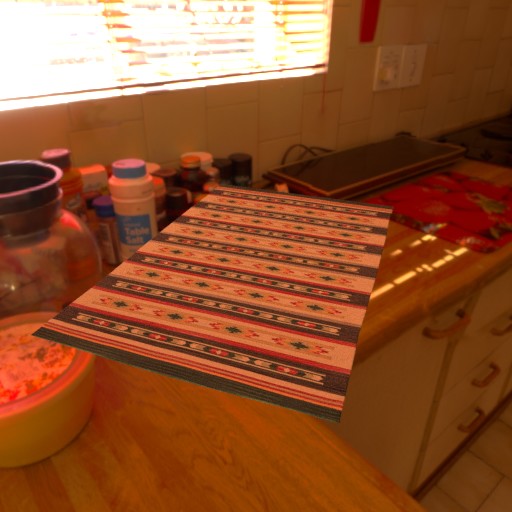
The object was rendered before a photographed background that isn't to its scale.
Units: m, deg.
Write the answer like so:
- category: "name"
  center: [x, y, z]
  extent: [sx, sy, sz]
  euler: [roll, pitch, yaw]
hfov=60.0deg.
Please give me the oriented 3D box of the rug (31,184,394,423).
- category: "rug"
  center: [0.000, 0.000, 2.297]
  extent: [1.221, 0.009, 1.825]
  euler: [10, 31, 18]
